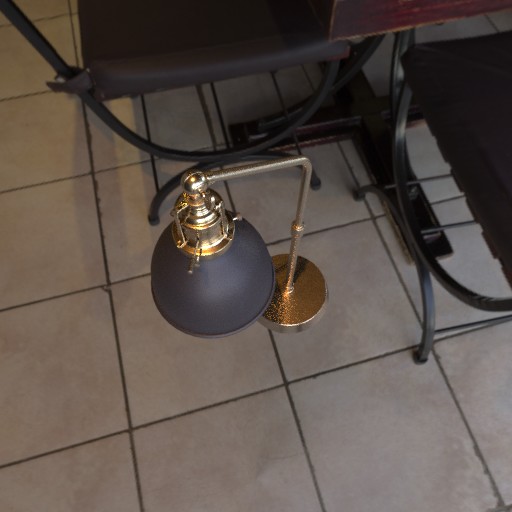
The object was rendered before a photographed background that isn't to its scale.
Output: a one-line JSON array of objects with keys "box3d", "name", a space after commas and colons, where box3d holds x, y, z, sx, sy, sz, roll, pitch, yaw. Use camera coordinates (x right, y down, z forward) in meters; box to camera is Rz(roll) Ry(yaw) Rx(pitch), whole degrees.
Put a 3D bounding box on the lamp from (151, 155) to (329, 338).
[{"box3d": [0.000, 0.000, 0.595, 0.291, 0.456, 0.160, -31, 67, -15], "name": "lamp"}]
